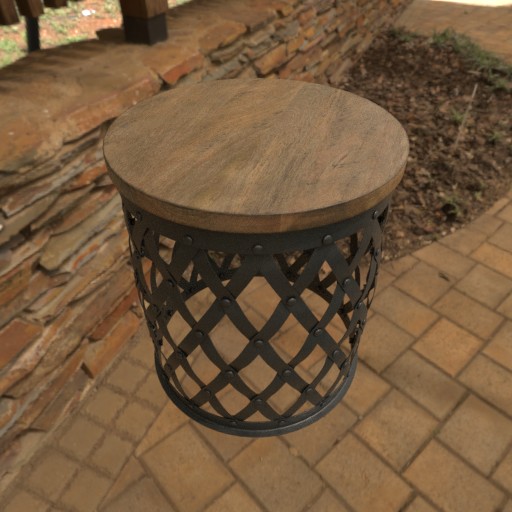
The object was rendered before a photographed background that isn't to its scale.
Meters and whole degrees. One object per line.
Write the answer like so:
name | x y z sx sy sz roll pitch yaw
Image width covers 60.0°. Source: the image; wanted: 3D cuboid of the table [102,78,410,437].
table | 0.000 0.000 0.749 0.405 0.454 0.405 0 40 0
